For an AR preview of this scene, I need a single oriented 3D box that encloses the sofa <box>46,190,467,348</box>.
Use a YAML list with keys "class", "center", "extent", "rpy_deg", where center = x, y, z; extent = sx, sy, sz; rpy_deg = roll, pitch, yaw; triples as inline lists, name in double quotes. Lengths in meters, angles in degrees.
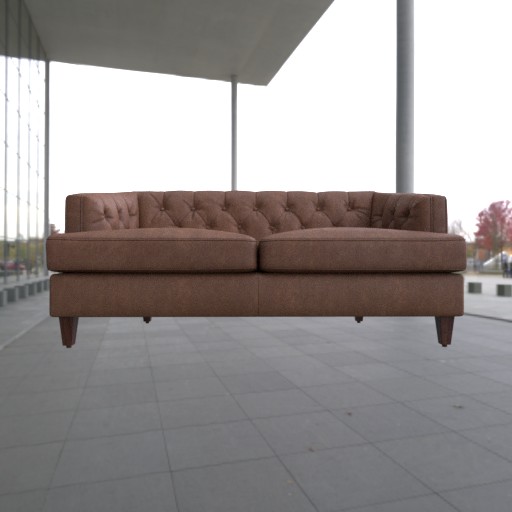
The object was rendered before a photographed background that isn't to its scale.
- class: "sofa"
  center: [0.000, 0.000, 2.271]
  extent: [1.755, 0.786, 0.914]
  rpy_deg: [0, -1, -1]
